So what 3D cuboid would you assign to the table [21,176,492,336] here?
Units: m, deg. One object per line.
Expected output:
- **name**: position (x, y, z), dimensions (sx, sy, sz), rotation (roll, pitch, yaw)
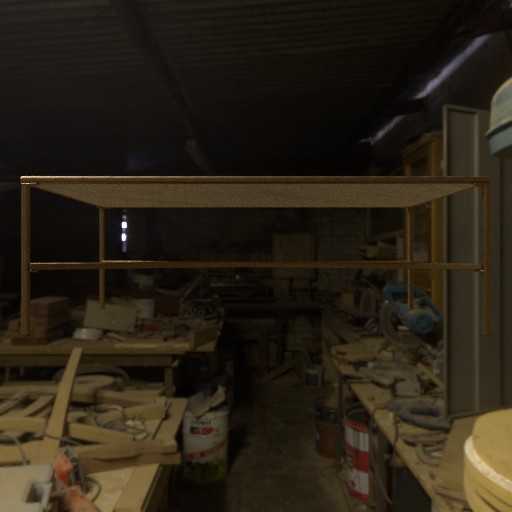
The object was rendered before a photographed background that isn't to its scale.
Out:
- **table**: position (0.000, 0.000, 1.414), dimensions (1.197, 0.405, 0.577), rotation (0, 0, 0)
